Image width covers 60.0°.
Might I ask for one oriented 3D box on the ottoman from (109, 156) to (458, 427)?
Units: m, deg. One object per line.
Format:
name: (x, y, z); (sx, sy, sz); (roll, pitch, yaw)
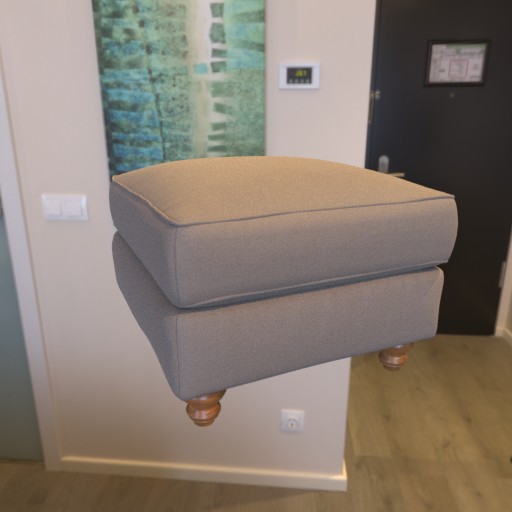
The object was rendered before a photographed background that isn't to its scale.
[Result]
ottoman: (0.000, 0.000, 1.161); (0.662, 0.505, 0.721); (-8, 18, -24)
